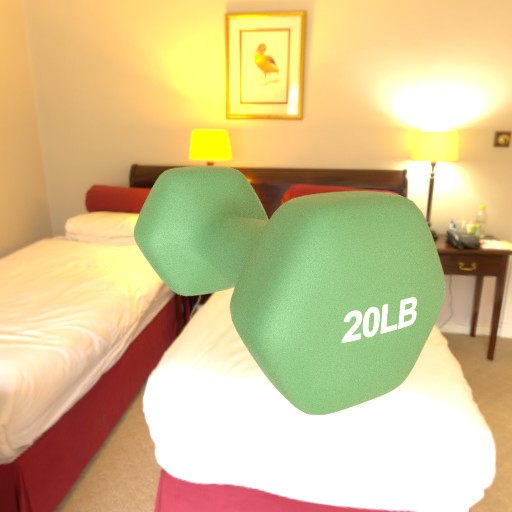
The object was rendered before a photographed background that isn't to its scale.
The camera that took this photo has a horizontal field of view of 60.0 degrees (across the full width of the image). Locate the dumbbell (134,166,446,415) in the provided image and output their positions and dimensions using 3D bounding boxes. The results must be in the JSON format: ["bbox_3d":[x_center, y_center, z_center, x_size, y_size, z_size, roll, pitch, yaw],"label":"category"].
[{"bbox_3d":[0.000,0.000,0.321,0.126,0.114,0.257,-8,18,-27],"label":"dumbbell"}]
